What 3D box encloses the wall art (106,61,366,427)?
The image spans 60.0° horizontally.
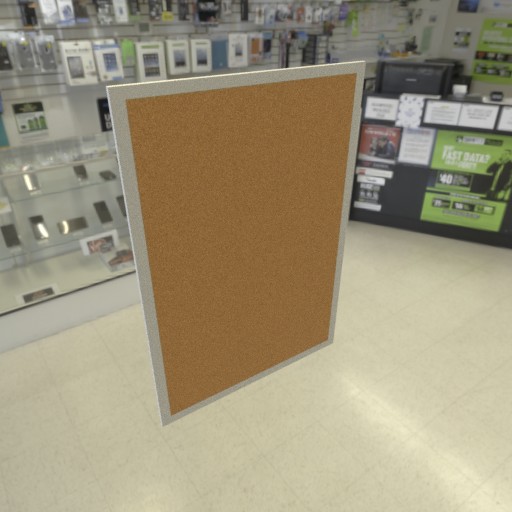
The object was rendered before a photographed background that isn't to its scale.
[{"bbox_3d":[0.000,0.000,1.213,0.659,0.940,0.013,-18,35,-28],"label":"wall art"}]
